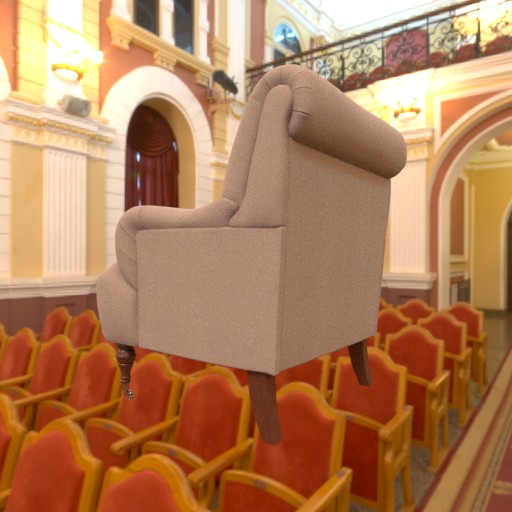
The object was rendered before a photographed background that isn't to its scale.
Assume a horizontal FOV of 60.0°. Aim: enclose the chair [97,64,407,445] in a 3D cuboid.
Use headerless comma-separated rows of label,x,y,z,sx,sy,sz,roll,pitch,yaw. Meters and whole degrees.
chair,0.000,0.000,1.534,0.842,0.942,0.766,0,0,36
